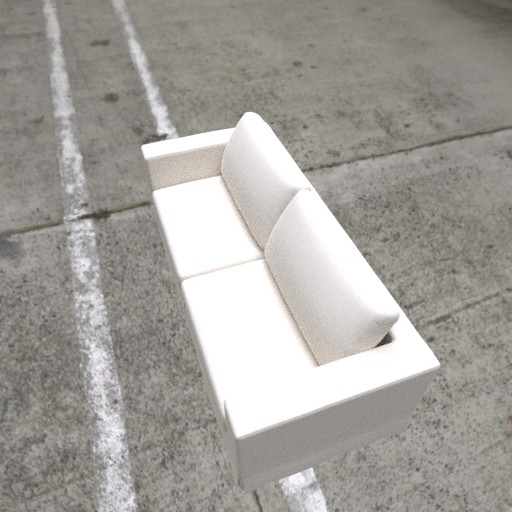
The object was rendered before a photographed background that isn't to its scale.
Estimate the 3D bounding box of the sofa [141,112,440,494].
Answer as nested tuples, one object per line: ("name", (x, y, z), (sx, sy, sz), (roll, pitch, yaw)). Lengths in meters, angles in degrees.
("sofa", (0.000, 0.000, 2.626), (0.954, 0.881, 2.163), (-15, 48, -13))
